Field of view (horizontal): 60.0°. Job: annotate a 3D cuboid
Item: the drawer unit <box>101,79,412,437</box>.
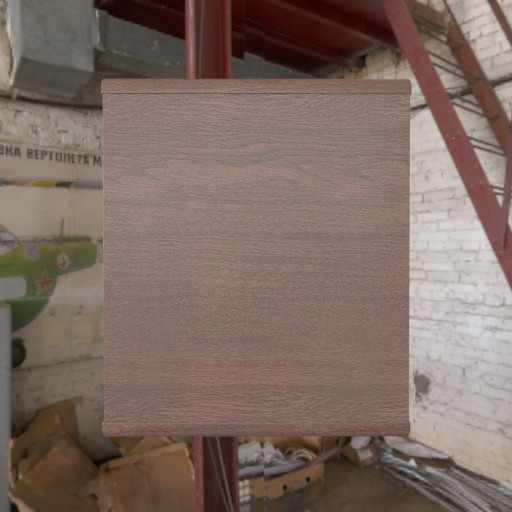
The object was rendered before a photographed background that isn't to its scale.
[{"bbox_3d":[0.000,0.000,0.586,0.290,0.344,0.344,0,1,0],"label":"drawer unit"}]
